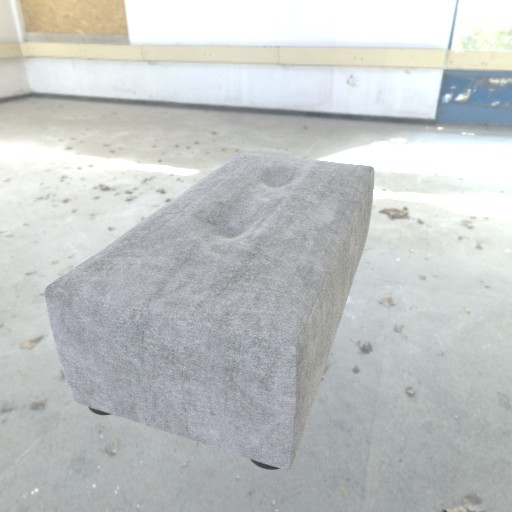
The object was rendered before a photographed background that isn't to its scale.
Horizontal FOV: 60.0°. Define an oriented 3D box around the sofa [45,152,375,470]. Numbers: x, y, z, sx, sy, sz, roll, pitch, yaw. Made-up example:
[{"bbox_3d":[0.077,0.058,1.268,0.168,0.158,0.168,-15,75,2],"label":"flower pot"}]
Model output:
[{"bbox_3d":[0.000,0.000,1.133,0.480,0.330,0.930,10,30,17],"label":"sofa"}]
